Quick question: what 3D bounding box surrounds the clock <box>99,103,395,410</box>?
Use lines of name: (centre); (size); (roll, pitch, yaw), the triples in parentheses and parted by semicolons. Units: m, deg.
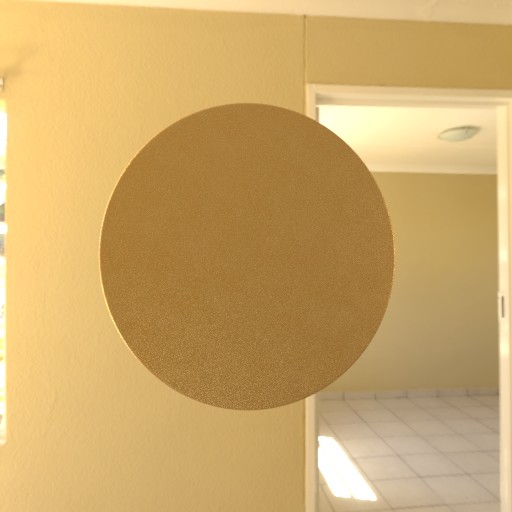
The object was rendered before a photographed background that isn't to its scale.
clock: (0.000, 0.000, 0.471); (0.314, 0.314, 0.040); (0, -1, -16)
